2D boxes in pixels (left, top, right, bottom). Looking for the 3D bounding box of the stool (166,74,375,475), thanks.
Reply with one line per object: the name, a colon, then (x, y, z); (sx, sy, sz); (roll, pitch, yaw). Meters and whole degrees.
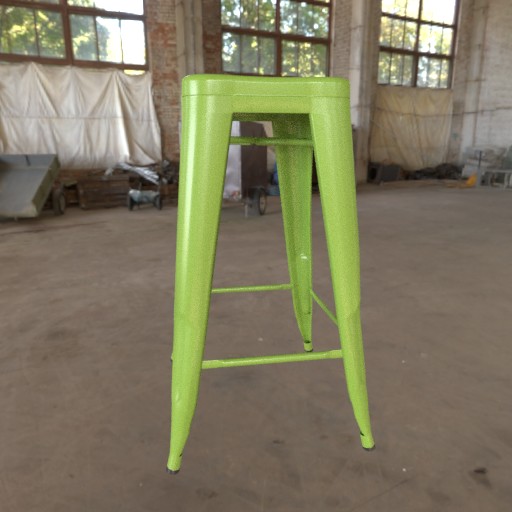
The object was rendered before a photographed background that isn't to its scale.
stool: (0.000, 0.000, 0.846); (0.358, 0.609, 0.398); (-2, 15, -9)
